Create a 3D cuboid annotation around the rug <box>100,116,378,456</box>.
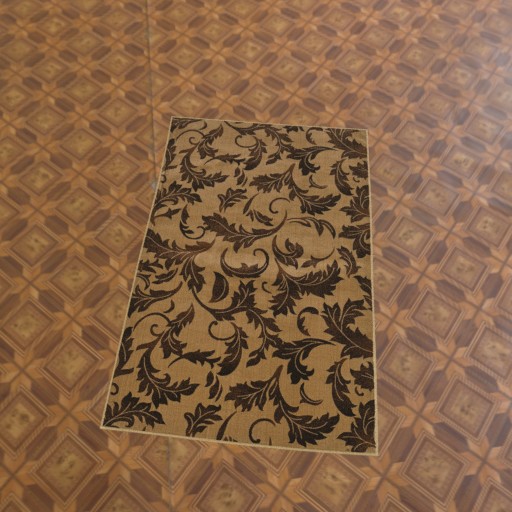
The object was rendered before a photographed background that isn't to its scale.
[{"bbox_3d":[0.000,0.000,2.896,1.522,0.008,2.284,4,64,2],"label":"rug"}]
